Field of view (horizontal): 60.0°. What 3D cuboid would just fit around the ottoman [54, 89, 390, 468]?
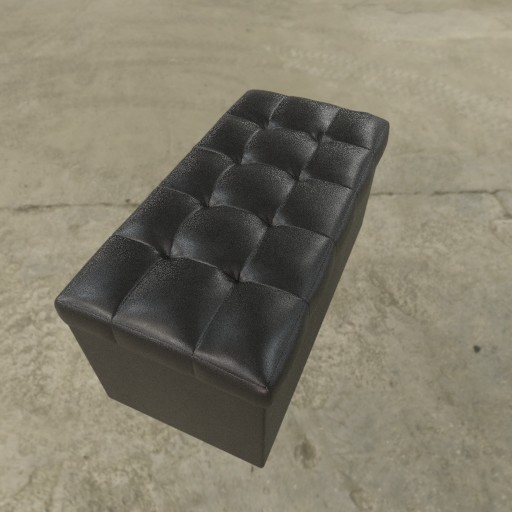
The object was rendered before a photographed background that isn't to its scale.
[{"bbox_3d":[0.000,0.000,1.118,0.432,0.470,0.838,18,50,16],"label":"ottoman"}]
